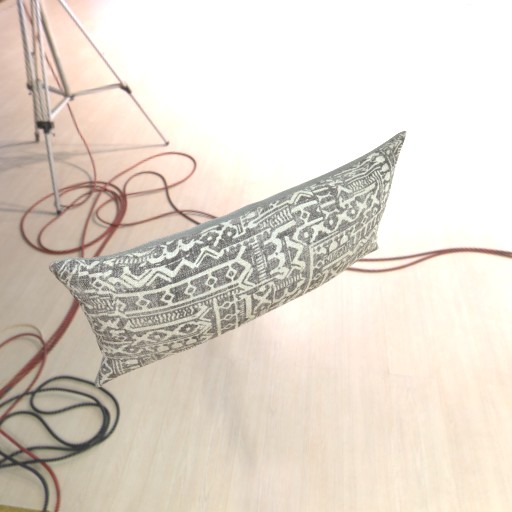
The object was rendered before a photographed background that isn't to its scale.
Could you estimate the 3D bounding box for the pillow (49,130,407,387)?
[{"bbox_3d":[0.000,0.000,0.756,0.631,0.290,0.148,-24,50,-22],"label":"pillow"}]
